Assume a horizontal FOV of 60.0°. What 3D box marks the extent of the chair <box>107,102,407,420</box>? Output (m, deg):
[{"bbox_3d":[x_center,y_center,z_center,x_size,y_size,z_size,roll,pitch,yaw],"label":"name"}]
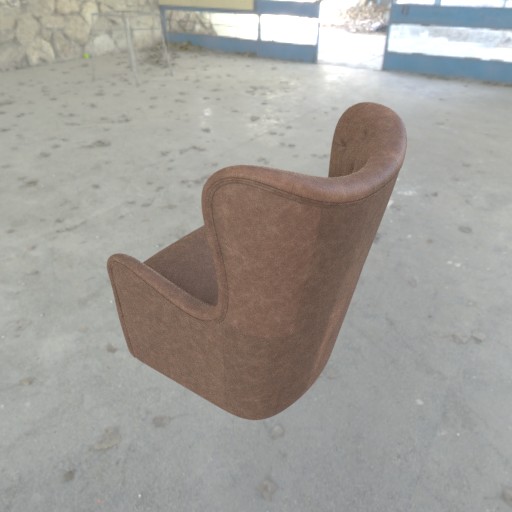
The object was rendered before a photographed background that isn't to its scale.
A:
[{"bbox_3d":[0.000,0.000,1.728,0.930,1.079,0.831,21,38,29],"label":"chair"}]
